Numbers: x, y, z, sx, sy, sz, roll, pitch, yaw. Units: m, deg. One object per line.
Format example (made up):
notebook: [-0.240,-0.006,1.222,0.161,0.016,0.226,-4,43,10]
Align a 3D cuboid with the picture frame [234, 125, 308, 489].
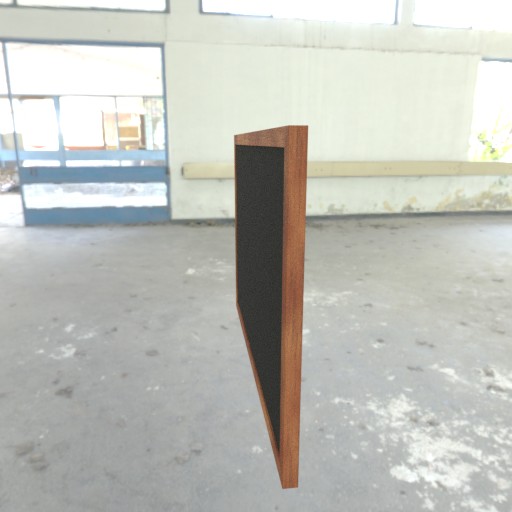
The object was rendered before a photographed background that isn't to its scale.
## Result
picture frame: [0.000,0.000,1.190,0.029,0.640,0.950,-2,15,-7]
